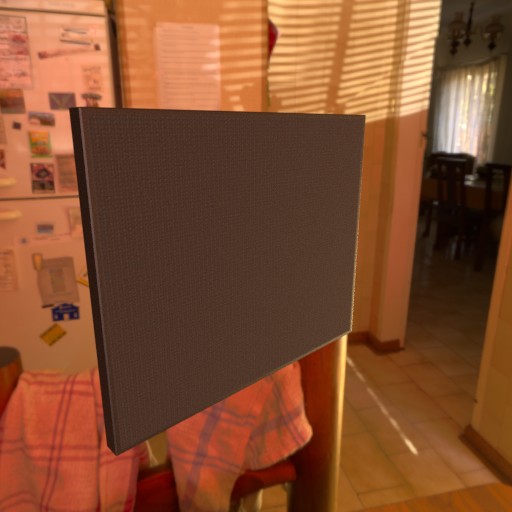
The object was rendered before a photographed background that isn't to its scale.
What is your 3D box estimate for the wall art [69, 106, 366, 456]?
[{"bbox_3d":[0.000,0.000,0.741,0.559,0.458,0.029,-15,22,-41],"label":"wall art"}]
